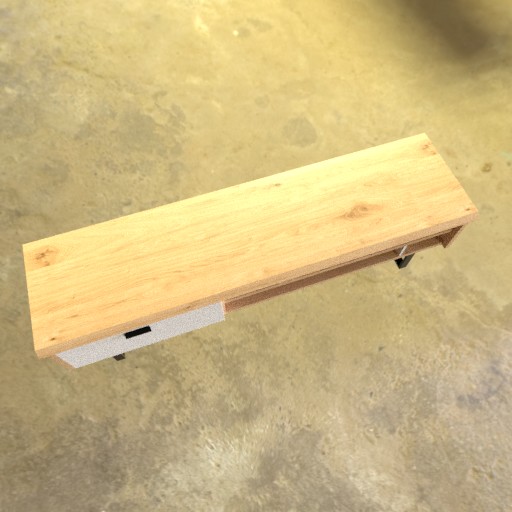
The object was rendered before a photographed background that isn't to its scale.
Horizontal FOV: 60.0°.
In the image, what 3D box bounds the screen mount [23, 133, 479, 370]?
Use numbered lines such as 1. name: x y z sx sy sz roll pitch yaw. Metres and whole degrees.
1. screen mount: 0.000 0.000 1.884 1.700 0.430 0.450 -17 64 -9
